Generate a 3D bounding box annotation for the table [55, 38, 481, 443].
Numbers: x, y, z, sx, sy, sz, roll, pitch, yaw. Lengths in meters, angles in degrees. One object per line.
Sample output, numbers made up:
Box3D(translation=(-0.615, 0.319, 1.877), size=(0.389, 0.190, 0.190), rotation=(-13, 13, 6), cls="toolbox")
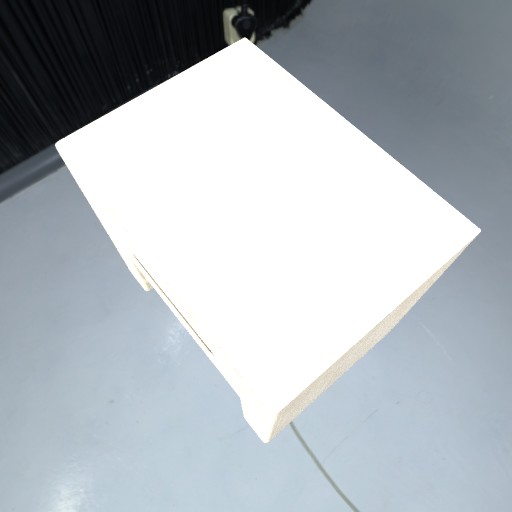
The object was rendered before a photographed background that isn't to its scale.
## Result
Box3D(translation=(0.000, 0.000, 0.940), size=(0.420, 0.510, 0.570), rotation=(-37, 69, -17), cls="table")
